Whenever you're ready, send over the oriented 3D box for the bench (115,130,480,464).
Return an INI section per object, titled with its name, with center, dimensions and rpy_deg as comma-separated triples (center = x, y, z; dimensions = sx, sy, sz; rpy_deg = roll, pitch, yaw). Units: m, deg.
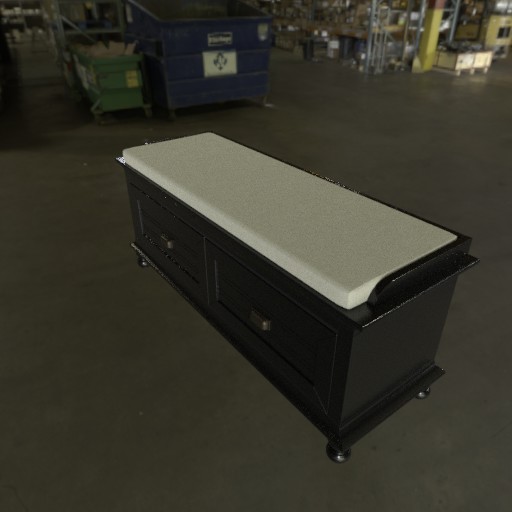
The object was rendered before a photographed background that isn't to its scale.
[bench]
center = 0.000, 0.000, 1.426
dimensions = 0.402, 0.501, 1.185
rpy_deg = -21, 37, -31
